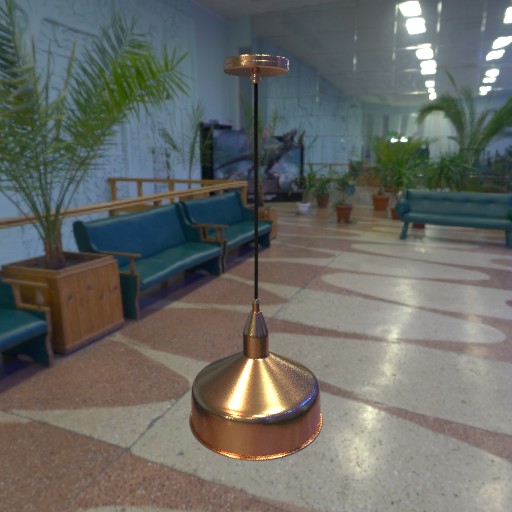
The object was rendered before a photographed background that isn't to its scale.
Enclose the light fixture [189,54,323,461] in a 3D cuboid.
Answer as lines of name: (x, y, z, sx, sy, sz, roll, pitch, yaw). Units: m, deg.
light fixture: (0.000, 0.000, 0.922, 0.301, 0.754, 0.301, 6, 15, 25)
